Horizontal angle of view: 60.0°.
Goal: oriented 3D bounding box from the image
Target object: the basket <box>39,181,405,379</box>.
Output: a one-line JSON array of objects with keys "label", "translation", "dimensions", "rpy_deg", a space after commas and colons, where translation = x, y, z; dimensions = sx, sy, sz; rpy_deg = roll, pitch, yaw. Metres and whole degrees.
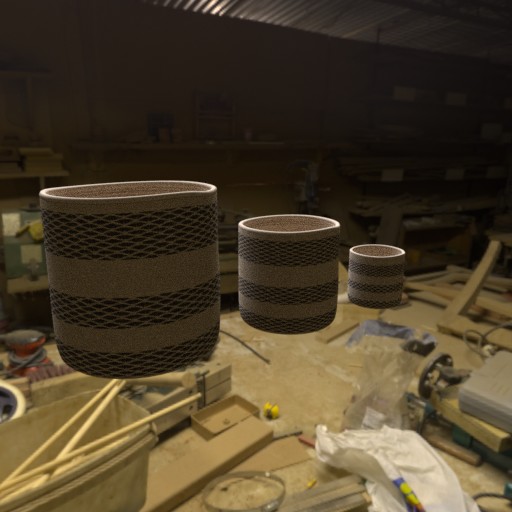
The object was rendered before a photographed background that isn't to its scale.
[{"label": "basket", "translation": [0.000, 0.000, 1.075], "dimensions": [0.917, 0.356, 0.351], "rpy_deg": [-7, 15, -26]}]
